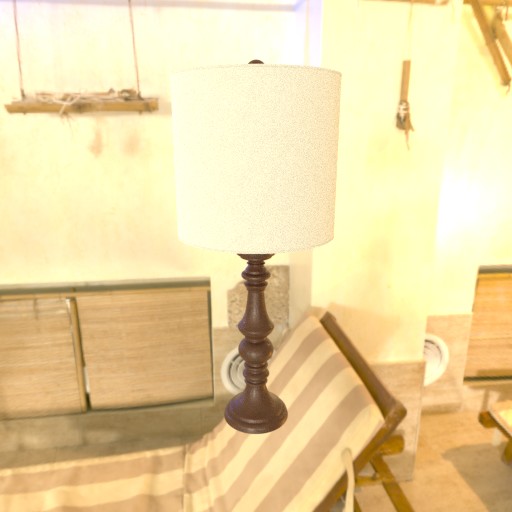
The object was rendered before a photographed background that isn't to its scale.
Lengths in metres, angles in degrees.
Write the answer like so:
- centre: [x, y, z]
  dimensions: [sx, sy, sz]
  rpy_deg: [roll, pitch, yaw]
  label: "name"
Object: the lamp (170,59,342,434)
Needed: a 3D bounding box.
- centre: [0.000, 0.000, 0.729]
  dimensions: [0.250, 0.597, 0.250]
  rpy_deg: [-2, 16, -9]
  label: "lamp"
